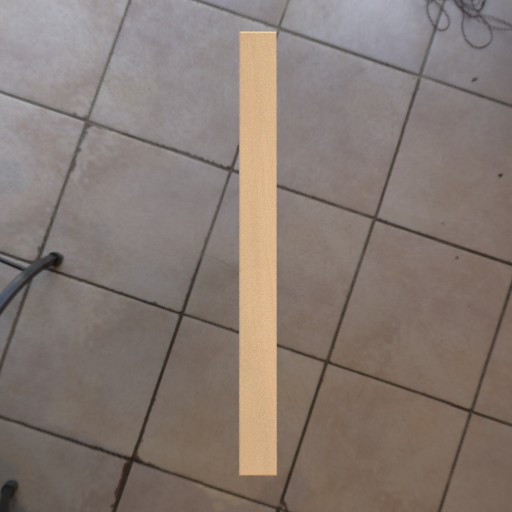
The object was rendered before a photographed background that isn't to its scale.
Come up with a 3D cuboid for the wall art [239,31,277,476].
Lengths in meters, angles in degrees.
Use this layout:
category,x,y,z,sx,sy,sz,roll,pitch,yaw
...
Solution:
category,x,y,z,sx,sy,sz,roll,pitch,yaw
wall art,0.000,0.000,0.689,0.037,0.511,0.435,0,89,0
